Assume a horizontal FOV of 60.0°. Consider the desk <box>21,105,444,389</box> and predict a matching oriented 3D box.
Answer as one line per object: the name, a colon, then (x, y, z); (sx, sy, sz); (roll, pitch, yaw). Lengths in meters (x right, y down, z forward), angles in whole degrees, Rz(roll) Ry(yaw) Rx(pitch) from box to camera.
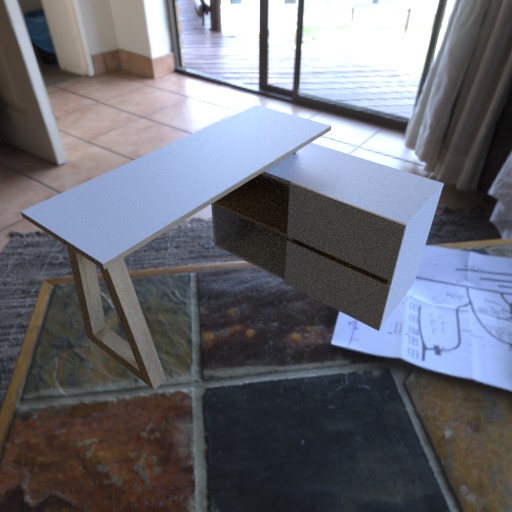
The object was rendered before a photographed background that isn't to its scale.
desk: (0.000, 0.000, 2.028); (1.098, 0.755, 1.404); (26, 45, 29)
